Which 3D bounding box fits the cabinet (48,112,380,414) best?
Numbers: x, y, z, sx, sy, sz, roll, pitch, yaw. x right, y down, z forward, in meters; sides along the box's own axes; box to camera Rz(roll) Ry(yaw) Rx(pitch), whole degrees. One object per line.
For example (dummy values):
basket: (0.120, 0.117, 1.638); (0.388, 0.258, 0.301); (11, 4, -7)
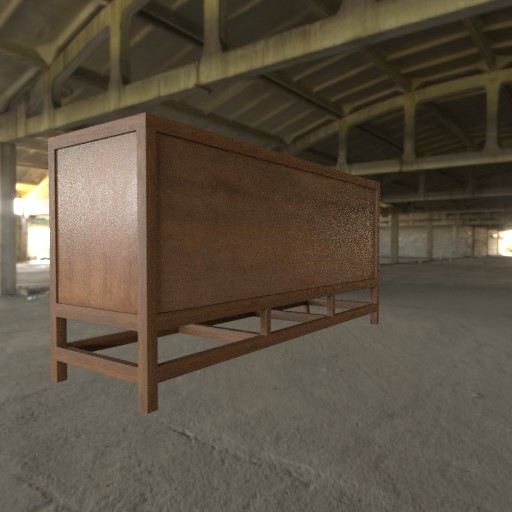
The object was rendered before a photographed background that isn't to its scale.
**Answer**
cabinet: (0.000, 0.000, 2.043); (0.522, 0.820, 1.708); (1, 2, 36)
